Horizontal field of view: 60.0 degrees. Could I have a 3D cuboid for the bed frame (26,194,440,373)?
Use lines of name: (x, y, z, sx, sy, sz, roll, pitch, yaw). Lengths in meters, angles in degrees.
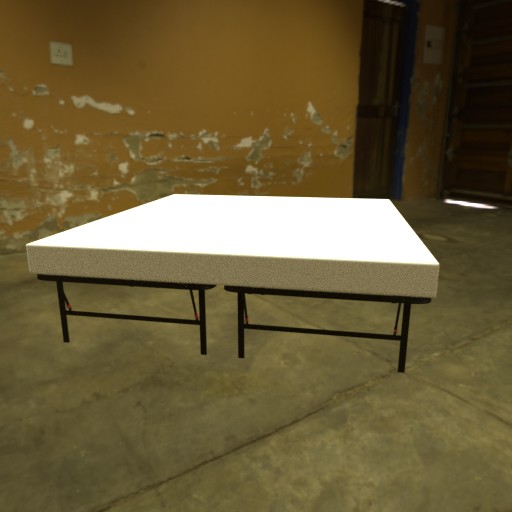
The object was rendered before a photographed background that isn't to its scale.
bed frame: (0.000, 0.000, 3.046, 1.930, 0.559, 2.032, 3, 15, 10)
